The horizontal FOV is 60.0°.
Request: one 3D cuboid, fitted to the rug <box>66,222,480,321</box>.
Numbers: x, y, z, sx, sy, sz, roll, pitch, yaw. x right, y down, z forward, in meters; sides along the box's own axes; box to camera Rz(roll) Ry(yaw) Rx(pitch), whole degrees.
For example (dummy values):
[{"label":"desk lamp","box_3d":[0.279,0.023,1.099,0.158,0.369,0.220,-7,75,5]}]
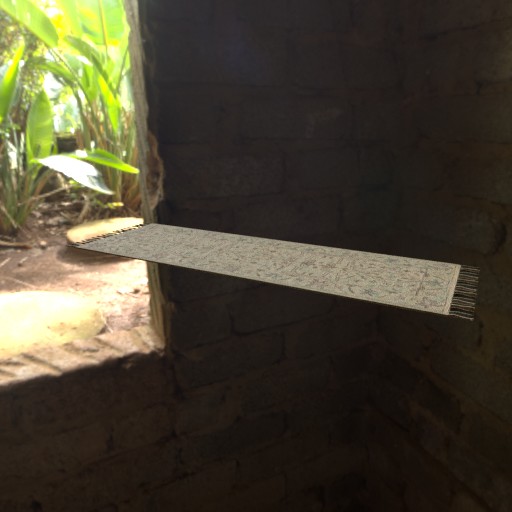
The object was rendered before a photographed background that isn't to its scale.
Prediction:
[{"label":"rug","box_3d":[0.000,0.000,2.704,2.440,0.013,0.769,9,19,26]}]
